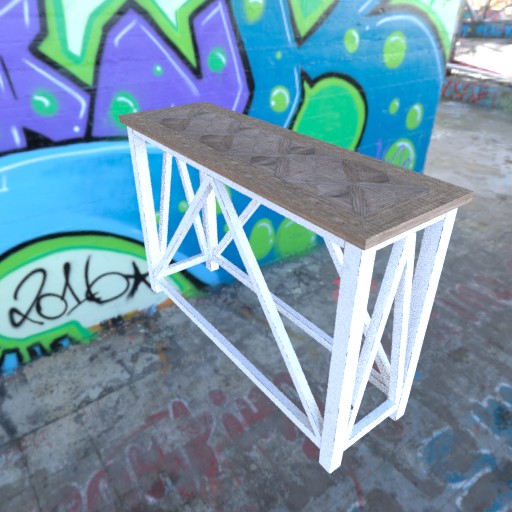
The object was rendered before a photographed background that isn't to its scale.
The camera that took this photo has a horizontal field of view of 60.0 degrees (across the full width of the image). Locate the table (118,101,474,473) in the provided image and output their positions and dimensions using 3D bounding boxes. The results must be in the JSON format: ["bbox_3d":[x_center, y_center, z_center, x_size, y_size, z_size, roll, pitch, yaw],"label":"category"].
[{"bbox_3d":[0.000,0.000,1.823,0.450,0.930,1.400,-22,38,-31],"label":"table"}]
